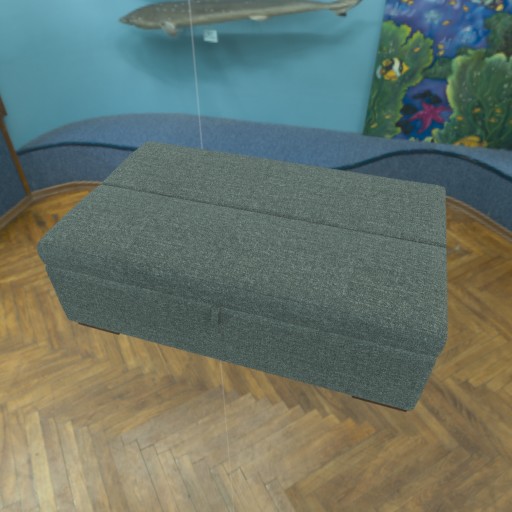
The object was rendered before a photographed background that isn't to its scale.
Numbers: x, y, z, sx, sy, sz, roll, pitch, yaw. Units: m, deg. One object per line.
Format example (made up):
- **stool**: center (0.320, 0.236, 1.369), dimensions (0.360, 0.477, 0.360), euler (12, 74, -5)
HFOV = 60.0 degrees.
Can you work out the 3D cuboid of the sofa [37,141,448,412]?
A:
- **sofa**: center (0.000, 0.000, 1.593), dimensions (1.198, 0.417, 0.782), euler (12, 42, 13)
